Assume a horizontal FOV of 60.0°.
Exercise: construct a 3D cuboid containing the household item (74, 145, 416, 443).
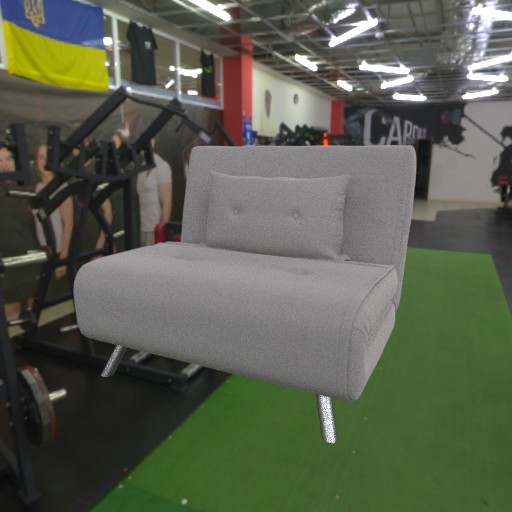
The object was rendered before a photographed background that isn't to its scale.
[{"bbox_3d":[0.000,0.000,1.647,1.000,0.800,0.874,7,15,25],"label":"household item"}]
